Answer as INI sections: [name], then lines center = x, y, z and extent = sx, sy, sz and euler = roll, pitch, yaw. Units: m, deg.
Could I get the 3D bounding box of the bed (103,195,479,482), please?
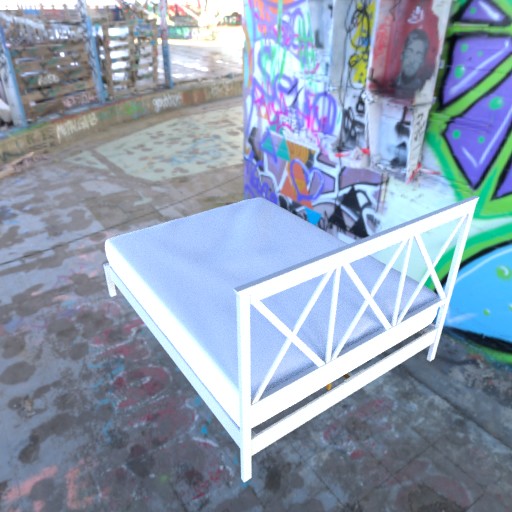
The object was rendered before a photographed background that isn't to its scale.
[bed]
center = 0.000, 0.000, 3.229
extent = 1.673, 1.253, 2.135
euler = -19, 35, -30
